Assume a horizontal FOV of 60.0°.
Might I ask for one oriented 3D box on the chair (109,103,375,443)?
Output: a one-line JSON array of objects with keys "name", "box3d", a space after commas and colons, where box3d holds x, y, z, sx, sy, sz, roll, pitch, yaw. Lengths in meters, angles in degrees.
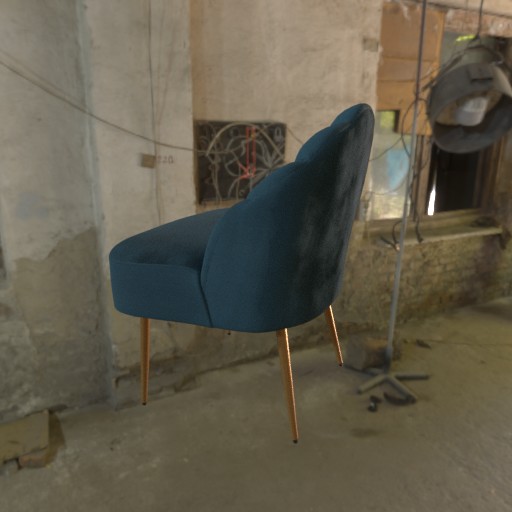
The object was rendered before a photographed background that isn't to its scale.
[{"name": "chair", "box3d": [0.000, 0.000, 1.275, 0.599, 0.819, 0.657, 8, 18, 25]}]
